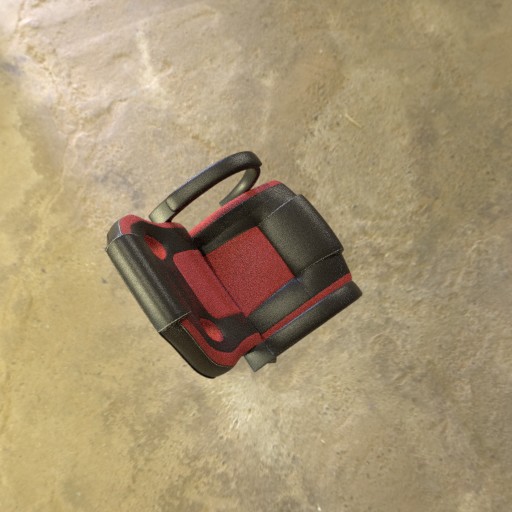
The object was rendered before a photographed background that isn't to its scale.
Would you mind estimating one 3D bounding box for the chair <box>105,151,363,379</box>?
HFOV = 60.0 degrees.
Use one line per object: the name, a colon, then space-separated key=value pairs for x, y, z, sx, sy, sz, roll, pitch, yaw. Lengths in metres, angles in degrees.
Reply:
chair: x=0.000 y=0.000 z=1.699 sx=0.783 sy=1.189 sz=0.750 roll=-34 pitch=78 yaw=-8
